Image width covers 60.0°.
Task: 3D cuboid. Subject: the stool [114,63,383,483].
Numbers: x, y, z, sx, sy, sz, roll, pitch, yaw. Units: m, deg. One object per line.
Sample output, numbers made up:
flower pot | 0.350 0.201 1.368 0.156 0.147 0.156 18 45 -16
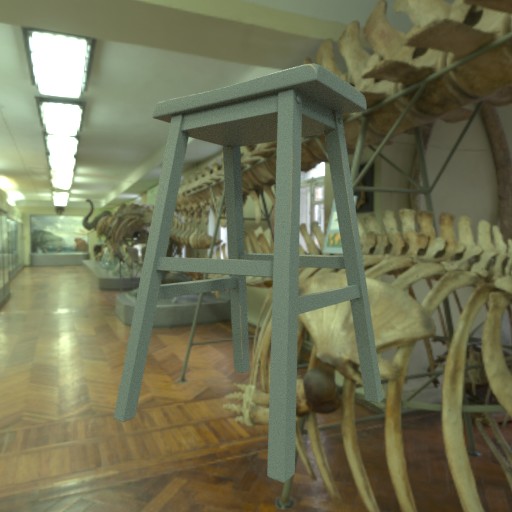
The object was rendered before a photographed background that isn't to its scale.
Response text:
stool | 0.000 0.000 1.054 0.457 0.737 0.476 2 3 36
